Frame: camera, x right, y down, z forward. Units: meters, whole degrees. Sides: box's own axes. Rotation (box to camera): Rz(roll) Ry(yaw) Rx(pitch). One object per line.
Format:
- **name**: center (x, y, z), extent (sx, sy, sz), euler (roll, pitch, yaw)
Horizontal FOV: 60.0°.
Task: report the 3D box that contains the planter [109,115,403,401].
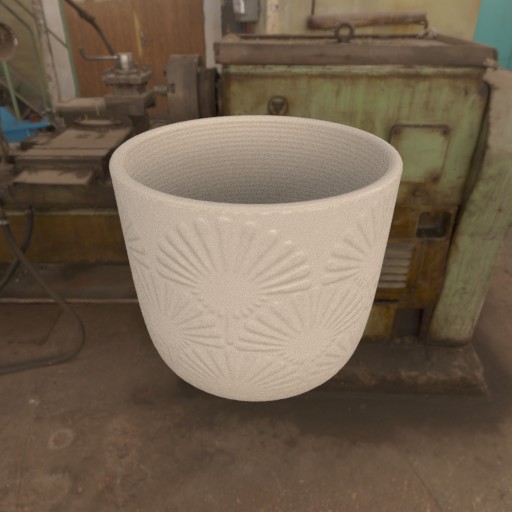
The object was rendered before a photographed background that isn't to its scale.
- **planter**: center (0.000, 0.000, 0.221), extent (0.124, 0.109, 0.124), euler (0, 31, 0)
